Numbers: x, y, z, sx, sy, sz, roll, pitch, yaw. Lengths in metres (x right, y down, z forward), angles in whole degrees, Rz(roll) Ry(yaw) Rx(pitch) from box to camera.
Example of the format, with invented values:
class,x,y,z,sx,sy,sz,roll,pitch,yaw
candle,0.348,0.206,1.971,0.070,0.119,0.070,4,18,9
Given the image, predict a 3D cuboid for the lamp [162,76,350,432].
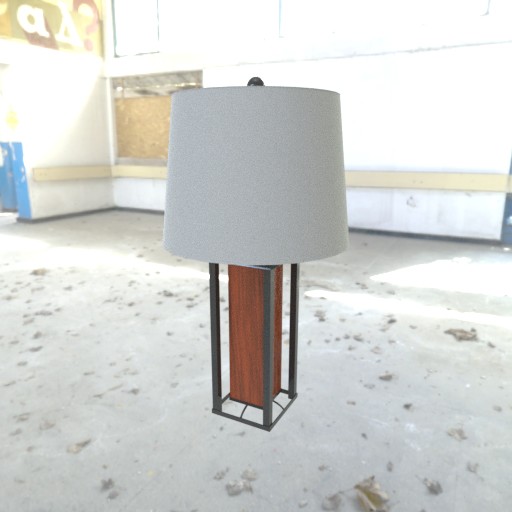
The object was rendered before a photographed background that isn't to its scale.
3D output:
class,x,y,z,sx,sy,sz,roll,pitch,yaw
lamp,0.000,0.000,0.780,0.320,0.591,0.320,0,14,0
